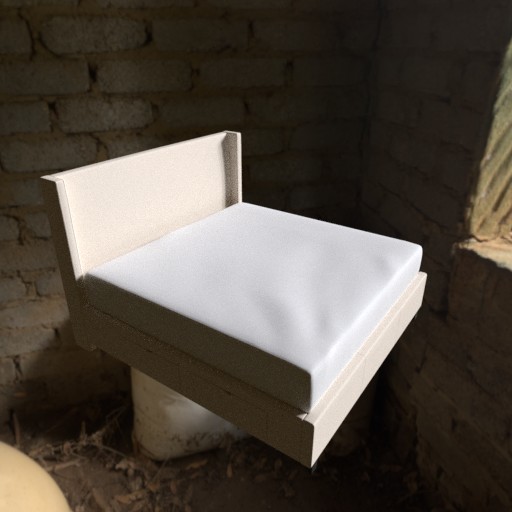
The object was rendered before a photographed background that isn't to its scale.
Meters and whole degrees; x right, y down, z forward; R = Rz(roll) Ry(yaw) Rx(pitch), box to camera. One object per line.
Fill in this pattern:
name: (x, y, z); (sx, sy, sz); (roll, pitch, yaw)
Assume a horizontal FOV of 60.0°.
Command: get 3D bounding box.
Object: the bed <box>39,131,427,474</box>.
bed: (0.000, 0.000, 3.667); (2.293, 1.471, 2.145); (17, 31, 31)
